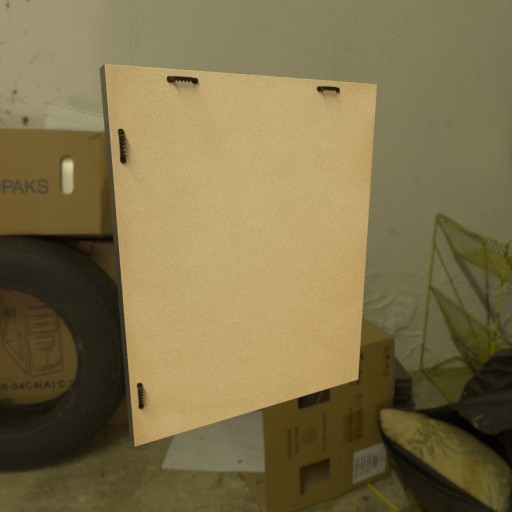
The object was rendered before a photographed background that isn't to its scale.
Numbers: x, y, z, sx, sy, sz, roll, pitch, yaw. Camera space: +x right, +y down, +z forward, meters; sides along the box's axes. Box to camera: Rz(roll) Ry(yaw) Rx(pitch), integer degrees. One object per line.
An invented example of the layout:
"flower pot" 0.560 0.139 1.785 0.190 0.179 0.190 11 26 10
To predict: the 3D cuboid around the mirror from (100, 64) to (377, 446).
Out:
"mirror" 0.000 0.000 0.673 0.406 0.509 0.041 -7 16 -26
